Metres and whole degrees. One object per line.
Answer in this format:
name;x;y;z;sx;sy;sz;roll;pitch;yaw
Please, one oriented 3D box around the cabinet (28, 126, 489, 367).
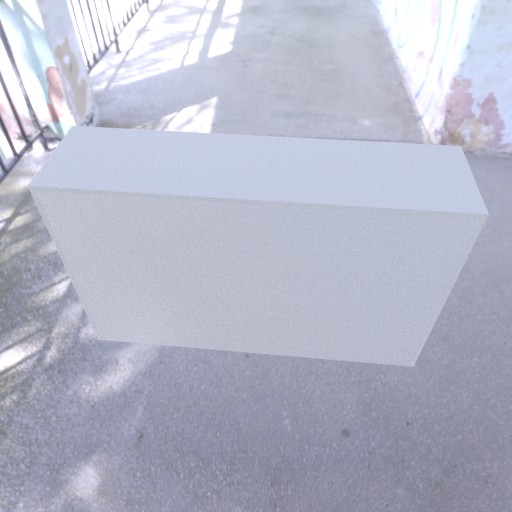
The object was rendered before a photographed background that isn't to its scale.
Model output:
cabinet;0.000;0.000;1.842;1.450;0.900;0.380;4;46;4
